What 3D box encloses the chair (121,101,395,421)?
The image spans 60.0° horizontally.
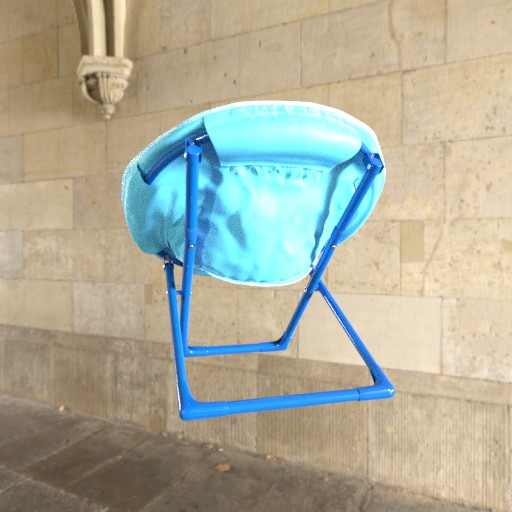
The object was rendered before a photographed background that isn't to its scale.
[{"bbox_3d":[0.000,0.000,0.897,0.520,0.478,0.465,0,1,-17],"label":"chair"}]
